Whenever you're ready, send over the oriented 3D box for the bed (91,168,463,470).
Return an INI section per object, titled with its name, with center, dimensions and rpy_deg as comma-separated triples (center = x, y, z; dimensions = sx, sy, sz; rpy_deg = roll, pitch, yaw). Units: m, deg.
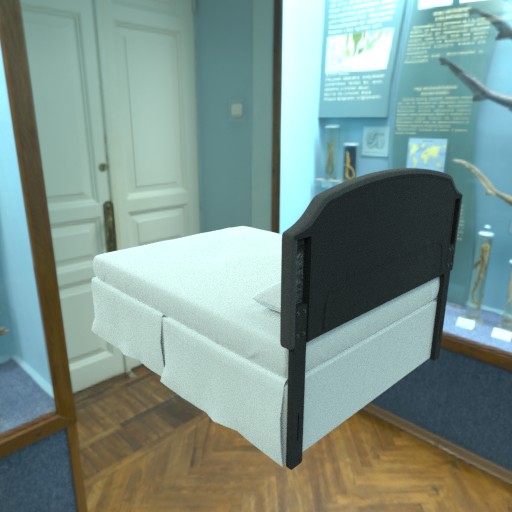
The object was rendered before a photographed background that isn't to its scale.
[bed]
center = 0.000, 0.000, 2.960
dimensions = 1.558, 1.270, 1.999
rpy_deg = -15, 22, -41
